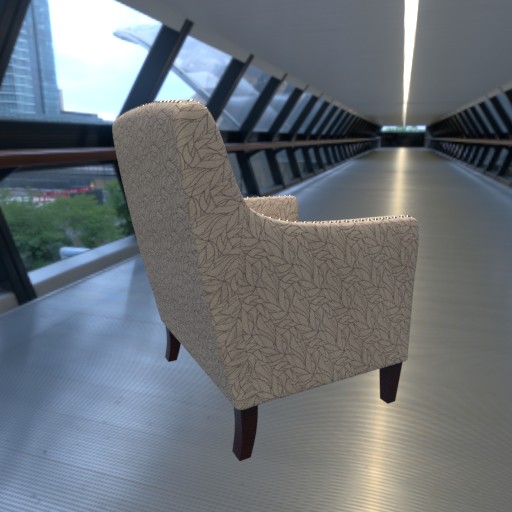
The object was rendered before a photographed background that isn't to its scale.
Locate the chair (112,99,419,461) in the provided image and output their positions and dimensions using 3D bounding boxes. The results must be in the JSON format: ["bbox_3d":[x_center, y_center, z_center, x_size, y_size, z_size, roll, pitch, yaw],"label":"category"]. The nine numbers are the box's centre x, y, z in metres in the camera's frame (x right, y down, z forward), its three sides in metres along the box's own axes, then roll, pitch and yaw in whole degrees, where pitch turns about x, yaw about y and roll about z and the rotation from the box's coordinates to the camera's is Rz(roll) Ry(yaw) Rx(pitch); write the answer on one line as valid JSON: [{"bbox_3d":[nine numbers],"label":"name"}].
[{"bbox_3d":[0.000,0.000,1.292,0.651,0.816,0.623,-7,15,-27],"label":"chair"}]
